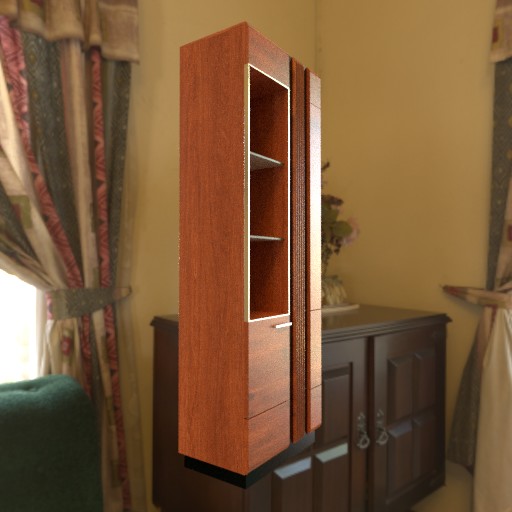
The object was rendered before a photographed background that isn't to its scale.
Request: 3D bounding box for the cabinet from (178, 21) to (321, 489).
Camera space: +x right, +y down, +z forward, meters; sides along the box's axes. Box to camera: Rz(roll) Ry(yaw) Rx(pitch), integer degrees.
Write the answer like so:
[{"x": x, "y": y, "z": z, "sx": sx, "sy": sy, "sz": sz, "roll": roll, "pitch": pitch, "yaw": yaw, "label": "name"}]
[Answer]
[{"x": 0.000, "y": 0.000, "z": 2.234, "sx": 0.420, "sy": 1.980, "sz": 0.660, "roll": -1, "pitch": -1, "yaw": 35, "label": "cabinet"}]
